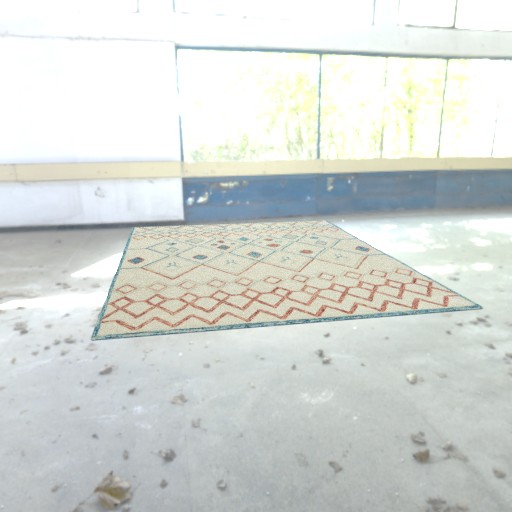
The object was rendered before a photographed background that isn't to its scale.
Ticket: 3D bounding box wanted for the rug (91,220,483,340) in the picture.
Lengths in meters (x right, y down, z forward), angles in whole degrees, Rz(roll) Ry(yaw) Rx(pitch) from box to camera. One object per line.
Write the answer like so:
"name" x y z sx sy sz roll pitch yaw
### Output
"rug" 0.000 0.000 4.103 2.441 0.016 3.050 -3 16 -10
